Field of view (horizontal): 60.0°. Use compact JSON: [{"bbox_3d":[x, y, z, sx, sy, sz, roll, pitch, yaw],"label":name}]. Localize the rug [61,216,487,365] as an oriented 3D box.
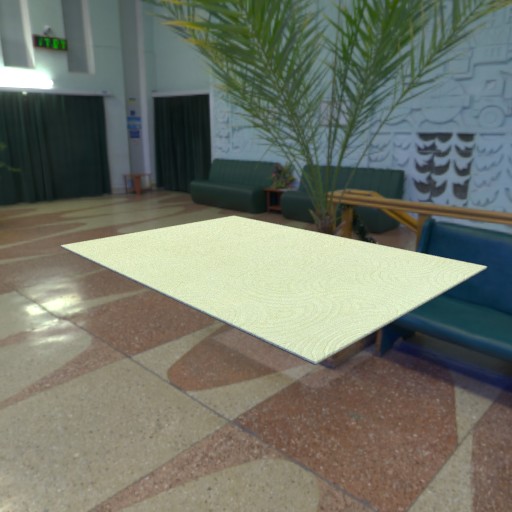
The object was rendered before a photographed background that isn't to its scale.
[{"bbox_3d":[0.000,0.000,2.697,1.526,0.015,2.132,-15,22,-42],"label":"rug"}]
